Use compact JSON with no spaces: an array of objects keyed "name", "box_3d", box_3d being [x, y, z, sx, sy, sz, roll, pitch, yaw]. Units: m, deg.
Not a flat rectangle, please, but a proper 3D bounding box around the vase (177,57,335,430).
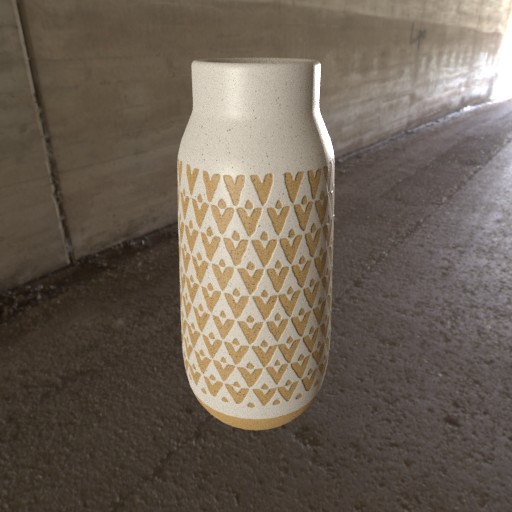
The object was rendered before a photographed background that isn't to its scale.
[{"name":"vase","box_3d":[0.000,0.000,0.379,0.137,0.307,0.137,0,26,0]}]
